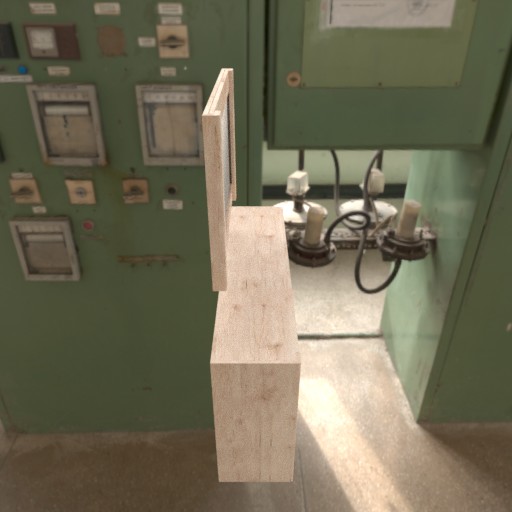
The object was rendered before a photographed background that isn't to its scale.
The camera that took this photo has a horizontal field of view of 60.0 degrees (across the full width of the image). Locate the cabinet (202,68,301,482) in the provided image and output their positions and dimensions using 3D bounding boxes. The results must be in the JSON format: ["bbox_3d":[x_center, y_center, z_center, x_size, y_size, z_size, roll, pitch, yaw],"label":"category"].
[{"bbox_3d":[0.000,0.000,2.731,0.420,1.981,1.700,0,31,0],"label":"cabinet"}]
